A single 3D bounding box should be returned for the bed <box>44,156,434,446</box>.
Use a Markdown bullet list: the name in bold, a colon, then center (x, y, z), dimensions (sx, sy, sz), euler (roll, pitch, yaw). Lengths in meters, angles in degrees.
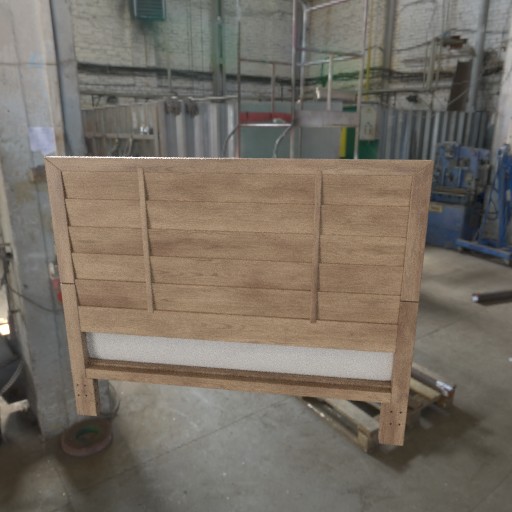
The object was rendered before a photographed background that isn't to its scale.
- **bed**: center (0.000, 0.000, 3.469), dimensions (2.032, 1.626, 2.062), euler (2, 16, 8)
